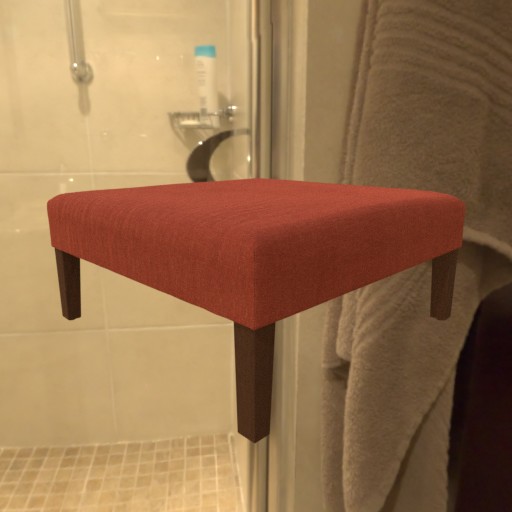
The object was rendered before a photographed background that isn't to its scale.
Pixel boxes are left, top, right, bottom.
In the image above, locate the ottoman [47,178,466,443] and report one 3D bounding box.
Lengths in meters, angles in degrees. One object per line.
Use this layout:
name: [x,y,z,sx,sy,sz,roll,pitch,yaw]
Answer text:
ottoman: [0.000,0.000,1.353,0.890,0.411,0.889,-14,20,-43]
